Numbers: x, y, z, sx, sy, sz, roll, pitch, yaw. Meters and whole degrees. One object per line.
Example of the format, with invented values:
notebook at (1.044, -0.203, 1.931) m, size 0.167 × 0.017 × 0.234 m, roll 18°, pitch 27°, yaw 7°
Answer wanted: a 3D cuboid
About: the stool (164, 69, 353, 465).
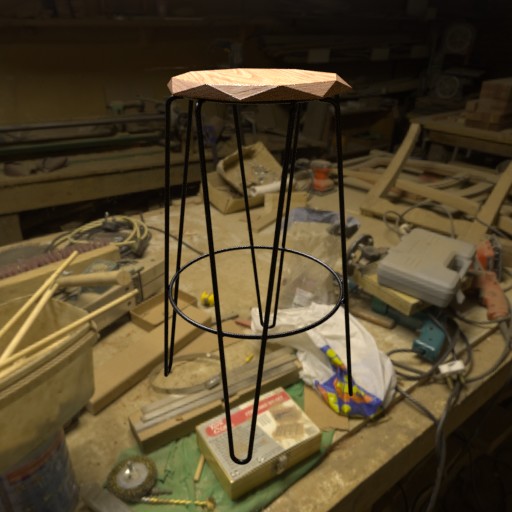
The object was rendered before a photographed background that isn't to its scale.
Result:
stool at (0.000, 0.000, 0.805) m, size 0.326 × 0.610 × 0.326 m, roll -19°, pitch 33°, yaw -32°
